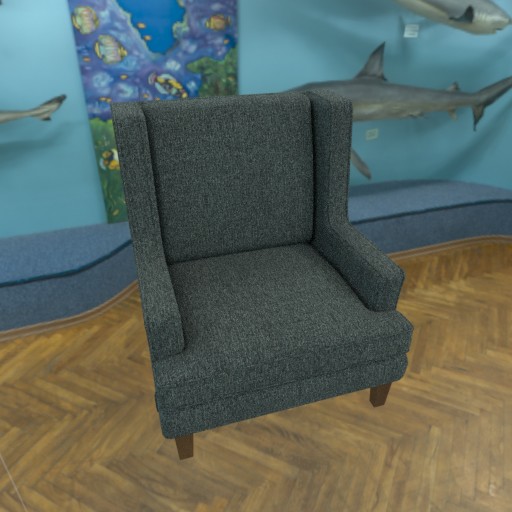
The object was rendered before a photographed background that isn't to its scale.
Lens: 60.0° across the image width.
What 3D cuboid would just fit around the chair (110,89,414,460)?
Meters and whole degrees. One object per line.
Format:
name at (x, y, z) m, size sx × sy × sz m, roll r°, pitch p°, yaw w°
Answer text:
chair at (0.000, 0.000, 1.771) m, size 0.942 × 1.082 × 0.927 m, roll -9°, pitch 32°, yaw -15°
